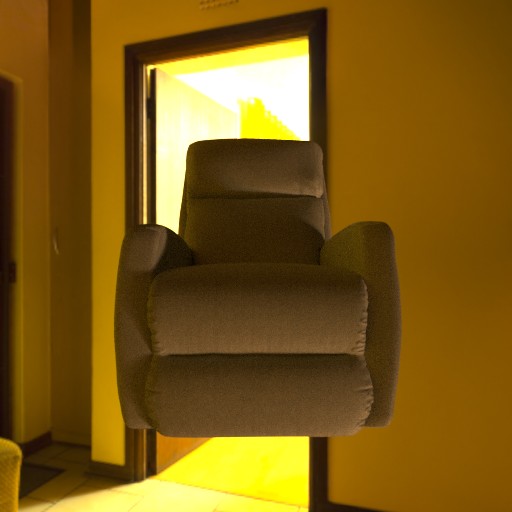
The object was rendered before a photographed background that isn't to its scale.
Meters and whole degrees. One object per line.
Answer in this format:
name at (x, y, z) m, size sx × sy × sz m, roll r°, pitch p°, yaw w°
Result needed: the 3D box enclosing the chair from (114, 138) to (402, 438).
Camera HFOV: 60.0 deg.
chair at (0.000, 0.000, 1.610) m, size 0.794 × 1.016 × 0.940 m, roll 0°, pitch 0°, yaw -1°
